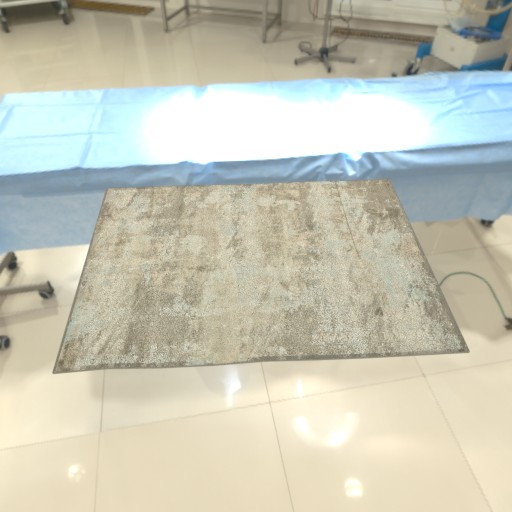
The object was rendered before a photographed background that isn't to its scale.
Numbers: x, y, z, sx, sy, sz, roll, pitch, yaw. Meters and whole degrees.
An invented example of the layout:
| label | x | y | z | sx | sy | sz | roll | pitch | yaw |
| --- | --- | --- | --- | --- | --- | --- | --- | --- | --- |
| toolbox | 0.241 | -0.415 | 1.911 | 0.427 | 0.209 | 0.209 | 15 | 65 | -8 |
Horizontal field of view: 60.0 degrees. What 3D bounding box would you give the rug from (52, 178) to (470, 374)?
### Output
| label | x | y | z | sx | sy | sz | roll | pitch | yaw |
| --- | --- | --- | --- | --- | --- | --- | --- | --- | --- |
| rug | 0.000 | 0.000 | 4.334 | 3.307 | 0.013 | 2.393 | -2 | 45 | -2 |
